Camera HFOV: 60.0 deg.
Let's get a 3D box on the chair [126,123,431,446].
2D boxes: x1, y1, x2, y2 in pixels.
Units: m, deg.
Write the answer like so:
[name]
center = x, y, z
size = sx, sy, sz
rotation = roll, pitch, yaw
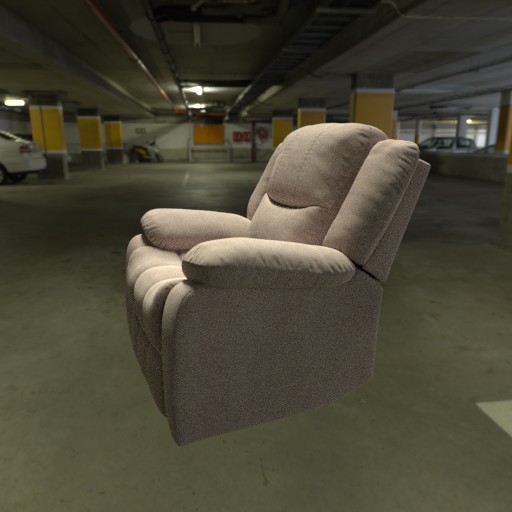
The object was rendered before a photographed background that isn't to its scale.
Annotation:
[chair]
center = 0.000, 0.000, 1.736
size = 0.944, 1.008, 0.899
rotation = -6, 16, -24
